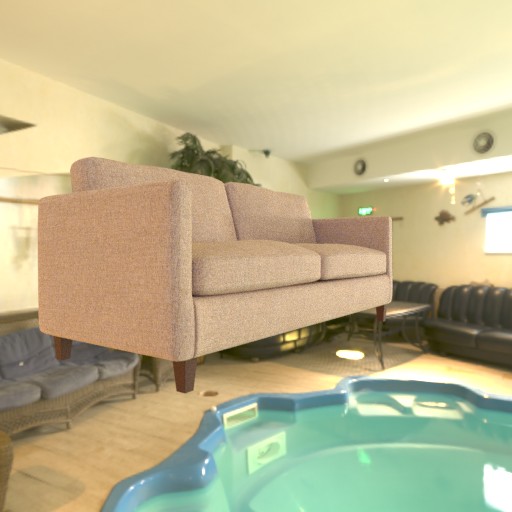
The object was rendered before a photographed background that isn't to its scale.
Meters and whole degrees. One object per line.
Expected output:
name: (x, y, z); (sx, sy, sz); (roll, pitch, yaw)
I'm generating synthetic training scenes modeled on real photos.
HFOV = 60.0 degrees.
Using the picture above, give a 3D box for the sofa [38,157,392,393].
sofa: (0.000, 0.000, 2.665); (0.951, 0.965, 2.208); (1, 1, 36)
